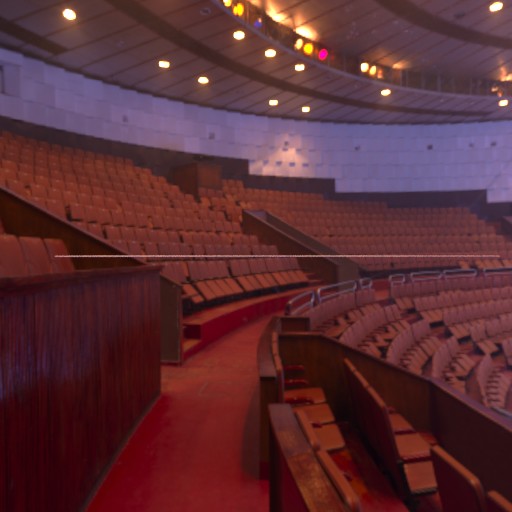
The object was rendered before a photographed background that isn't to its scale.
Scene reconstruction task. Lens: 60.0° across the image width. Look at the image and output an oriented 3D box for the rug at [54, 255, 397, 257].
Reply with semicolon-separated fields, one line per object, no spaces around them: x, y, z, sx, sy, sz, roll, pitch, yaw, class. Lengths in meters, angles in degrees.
0.000;0.000;4.040;3.067;0.005;2.454;0;0;-17;rug
